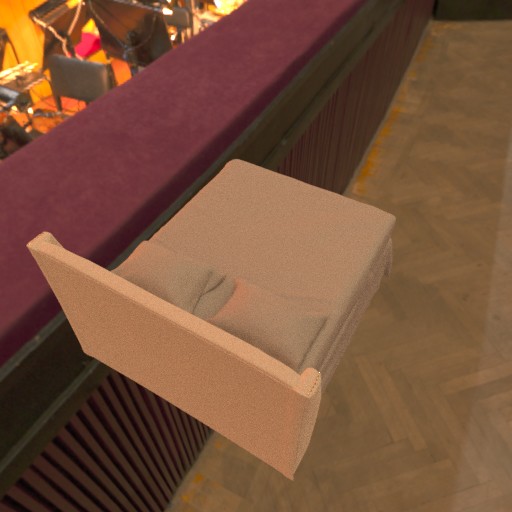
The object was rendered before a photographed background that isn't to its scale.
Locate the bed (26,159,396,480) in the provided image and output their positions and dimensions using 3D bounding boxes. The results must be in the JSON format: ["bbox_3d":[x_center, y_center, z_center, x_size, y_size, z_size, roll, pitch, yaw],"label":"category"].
[{"bbox_3d":[0.000,0.000,3.465,1.925,1.332,2.276,24,52,20],"label":"bed"}]
